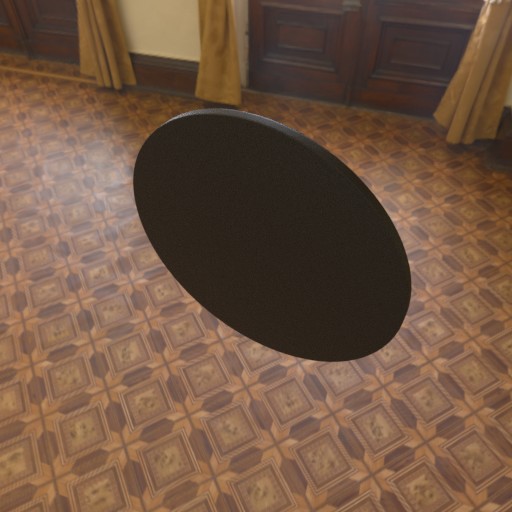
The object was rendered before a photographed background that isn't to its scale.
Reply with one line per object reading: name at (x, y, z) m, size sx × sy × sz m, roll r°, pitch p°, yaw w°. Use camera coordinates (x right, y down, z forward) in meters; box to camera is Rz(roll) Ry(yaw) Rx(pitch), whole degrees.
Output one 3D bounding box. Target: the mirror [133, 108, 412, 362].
mirror at (0.000, 0.000, 1.575) m, size 1.077 × 1.077 × 0.036 m, roll 23°, pitch 51°, yaw 20°
